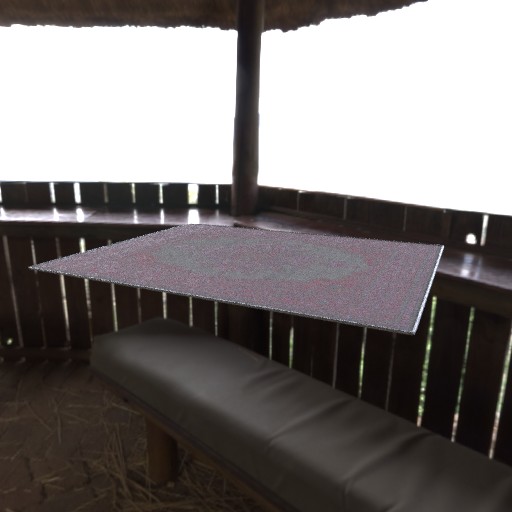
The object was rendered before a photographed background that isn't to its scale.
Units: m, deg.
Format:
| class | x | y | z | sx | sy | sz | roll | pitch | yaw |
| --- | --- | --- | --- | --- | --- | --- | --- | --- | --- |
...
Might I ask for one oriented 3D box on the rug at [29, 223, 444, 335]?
| class | x | y | z | sx | sy | sz | roll | pitch | yaw |
| --- | --- | --- | --- | --- | --- | --- | --- | --- | --- |
| rug | 0.000 | 0.000 | 4.161 | 3.123 | 0.017 | 2.447 | 7 | 16 | 25 |
